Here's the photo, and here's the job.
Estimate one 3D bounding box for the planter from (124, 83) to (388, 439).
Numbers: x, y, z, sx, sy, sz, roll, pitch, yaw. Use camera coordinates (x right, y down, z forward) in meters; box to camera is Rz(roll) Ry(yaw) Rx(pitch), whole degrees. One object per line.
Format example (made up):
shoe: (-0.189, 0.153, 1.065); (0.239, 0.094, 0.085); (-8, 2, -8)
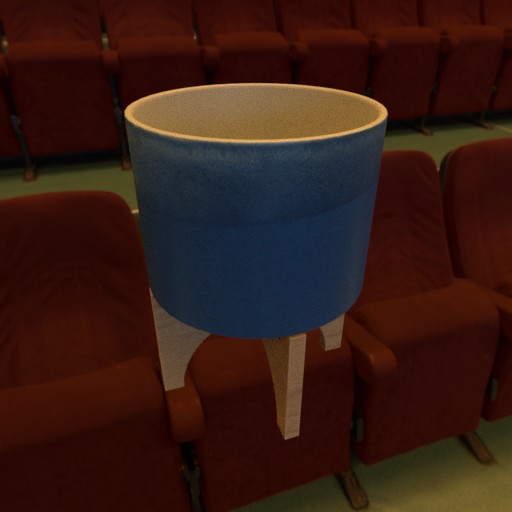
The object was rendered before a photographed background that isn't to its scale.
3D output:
planter: (0.000, 0.000, 0.400); (0.192, 0.263, 0.192); (0, 31, 0)
